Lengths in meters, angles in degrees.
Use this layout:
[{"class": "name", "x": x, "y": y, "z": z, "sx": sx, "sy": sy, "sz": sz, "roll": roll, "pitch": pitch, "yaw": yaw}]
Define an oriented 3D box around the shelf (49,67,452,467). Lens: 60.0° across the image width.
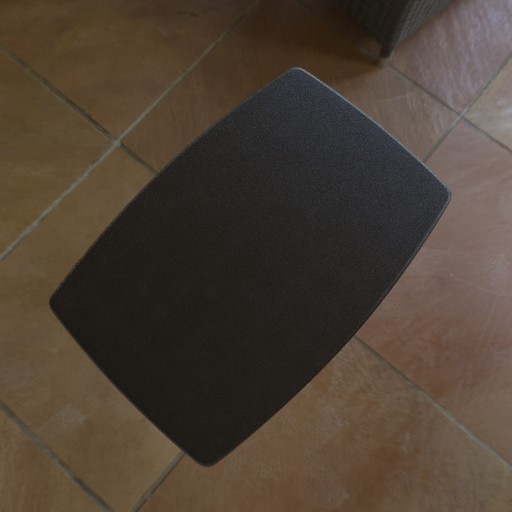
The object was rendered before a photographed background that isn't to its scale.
[{"class": "shelf", "x": 0.000, "y": 0.000, "z": 0.524, "sx": 0.280, "sy": 0.100, "sz": 0.410, "roll": 43, "pitch": 81, "yaw": 9}]
